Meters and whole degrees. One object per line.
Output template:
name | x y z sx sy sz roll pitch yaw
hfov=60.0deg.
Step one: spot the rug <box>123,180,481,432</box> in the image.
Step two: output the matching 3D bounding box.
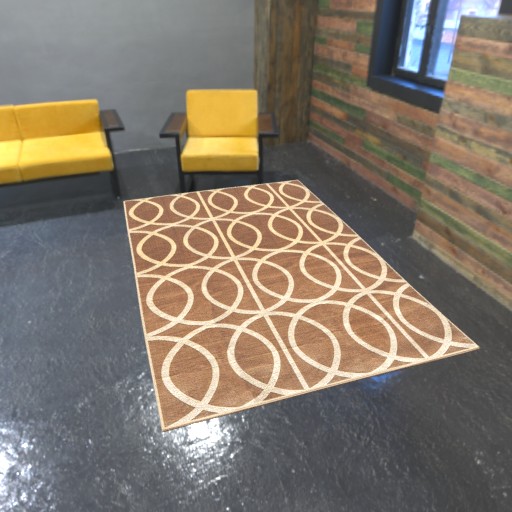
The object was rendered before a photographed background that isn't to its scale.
rug | 0.000 0.000 2.853 1.528 0.014 2.294 -10 32 -15
